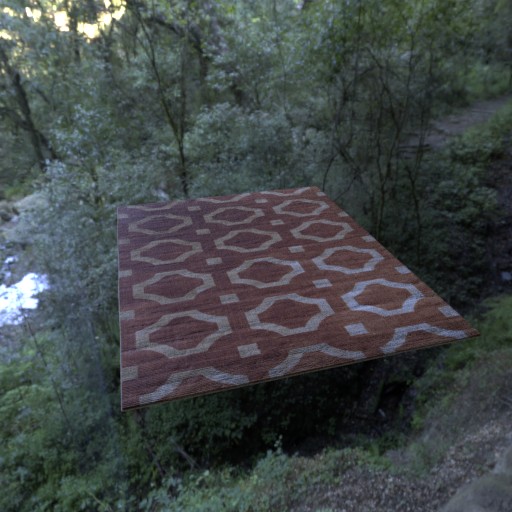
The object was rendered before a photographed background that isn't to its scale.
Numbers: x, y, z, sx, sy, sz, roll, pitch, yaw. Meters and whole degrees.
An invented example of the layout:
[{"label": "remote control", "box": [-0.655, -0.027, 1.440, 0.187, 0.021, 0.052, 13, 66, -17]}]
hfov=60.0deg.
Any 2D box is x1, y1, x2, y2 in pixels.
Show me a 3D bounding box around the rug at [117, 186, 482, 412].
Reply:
[{"label": "rug", "box": [0.000, 0.000, 4.105, 2.466, 0.021, 3.049, -8, 31, -14]}]
